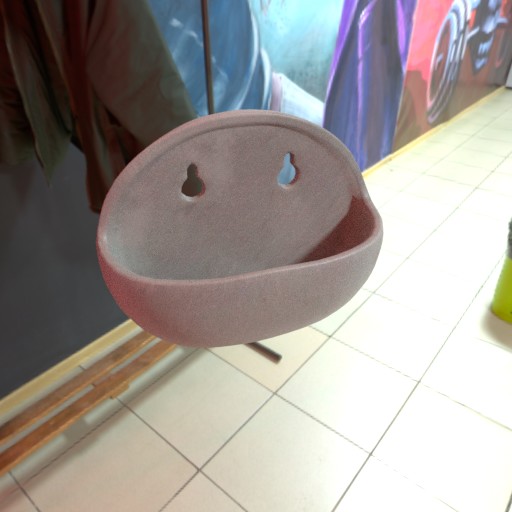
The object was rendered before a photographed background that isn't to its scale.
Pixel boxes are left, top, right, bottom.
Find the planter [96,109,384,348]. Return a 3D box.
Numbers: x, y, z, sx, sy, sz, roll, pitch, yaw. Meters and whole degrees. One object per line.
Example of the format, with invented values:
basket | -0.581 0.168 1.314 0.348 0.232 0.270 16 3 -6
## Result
planter | 0.000 0.000 0.280 0.190 0.164 0.073 -10 35 -15
